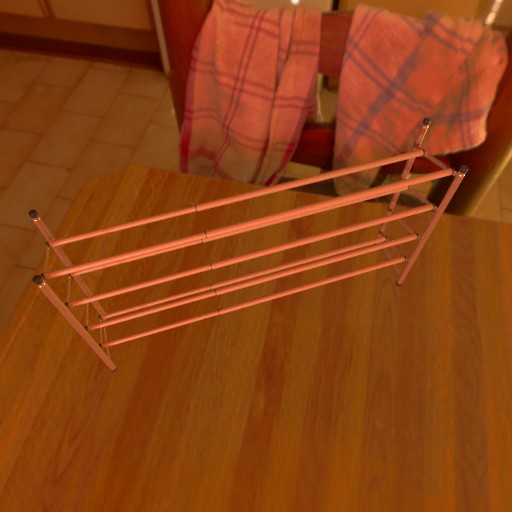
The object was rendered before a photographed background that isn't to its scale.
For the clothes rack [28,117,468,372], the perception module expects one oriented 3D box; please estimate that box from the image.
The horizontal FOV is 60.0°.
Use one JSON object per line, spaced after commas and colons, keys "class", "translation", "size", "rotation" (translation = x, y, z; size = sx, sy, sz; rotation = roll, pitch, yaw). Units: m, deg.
{"class": "clothes rack", "translation": [0.000, 0.000, 1.467], "size": [1.168, 0.672, 0.229], "rotation": [-15, 59, -9]}
